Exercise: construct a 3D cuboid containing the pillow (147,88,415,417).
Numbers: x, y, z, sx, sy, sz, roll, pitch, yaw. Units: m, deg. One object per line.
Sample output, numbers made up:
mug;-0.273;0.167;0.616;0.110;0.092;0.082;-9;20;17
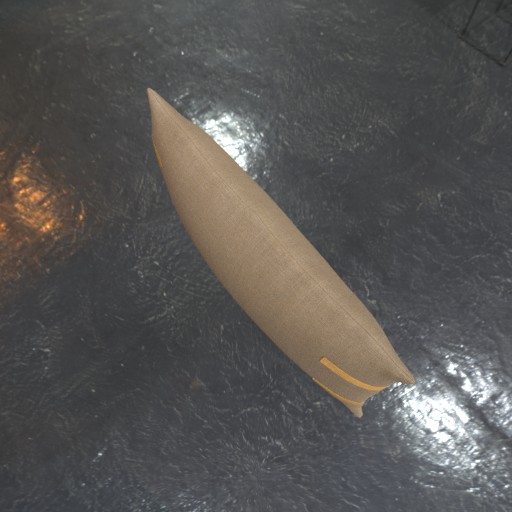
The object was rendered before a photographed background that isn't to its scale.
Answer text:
pillow;0.000;0.000;0.757;0.148;0.308;0.612;-34;68;-16
